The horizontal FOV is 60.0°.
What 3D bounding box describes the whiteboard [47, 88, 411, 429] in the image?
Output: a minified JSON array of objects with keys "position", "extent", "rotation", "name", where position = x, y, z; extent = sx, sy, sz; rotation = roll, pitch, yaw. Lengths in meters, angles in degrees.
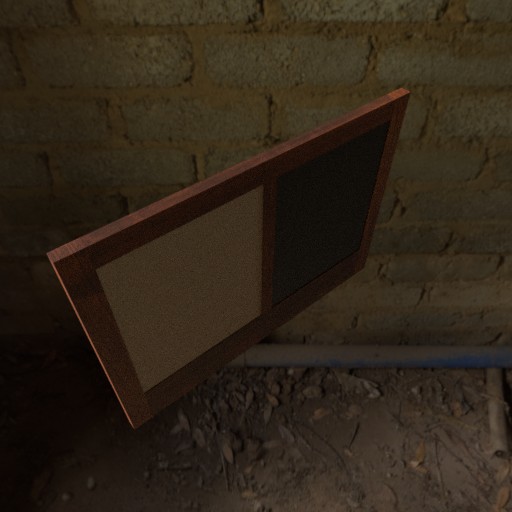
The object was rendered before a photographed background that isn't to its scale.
[{"position":[0.000,0.000,0.982],"extent":[0.768,0.553,0.083],"rotation":[-31,54,-26],"name":"whiteboard"}]
